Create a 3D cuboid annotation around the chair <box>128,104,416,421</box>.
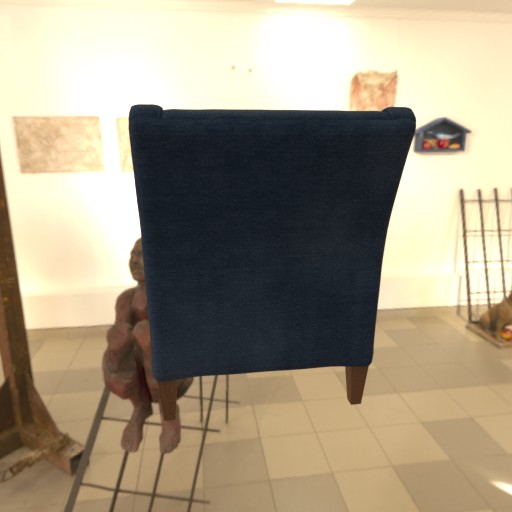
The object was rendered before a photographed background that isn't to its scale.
[{"bbox_3d":[0.000,0.000,1.651,0.774,1.014,0.870,-2,15,-8],"label":"chair"}]
